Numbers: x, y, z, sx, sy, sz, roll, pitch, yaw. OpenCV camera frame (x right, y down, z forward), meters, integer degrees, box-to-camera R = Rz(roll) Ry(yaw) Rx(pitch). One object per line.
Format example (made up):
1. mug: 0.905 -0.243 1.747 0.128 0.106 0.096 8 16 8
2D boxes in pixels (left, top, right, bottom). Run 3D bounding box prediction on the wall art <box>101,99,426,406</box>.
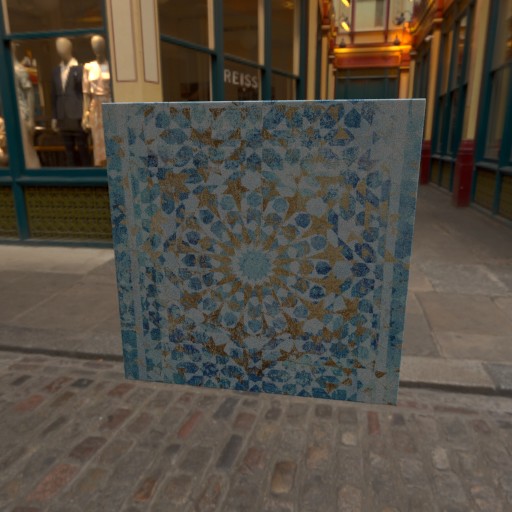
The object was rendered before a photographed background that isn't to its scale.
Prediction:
1. wall art: 0.000 0.000 0.616 0.405 0.405 0.037 3 15 10
